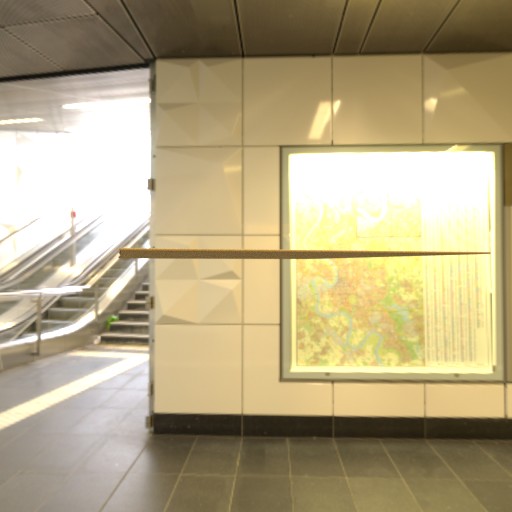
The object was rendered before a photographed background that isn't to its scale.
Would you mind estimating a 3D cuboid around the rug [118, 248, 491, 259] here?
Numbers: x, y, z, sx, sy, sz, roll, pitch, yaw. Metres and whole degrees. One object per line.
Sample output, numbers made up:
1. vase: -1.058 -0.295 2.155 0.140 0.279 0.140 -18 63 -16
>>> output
1. rug: 0.000 0.000 4.127 2.446 0.015 3.046 0 -1 -17
